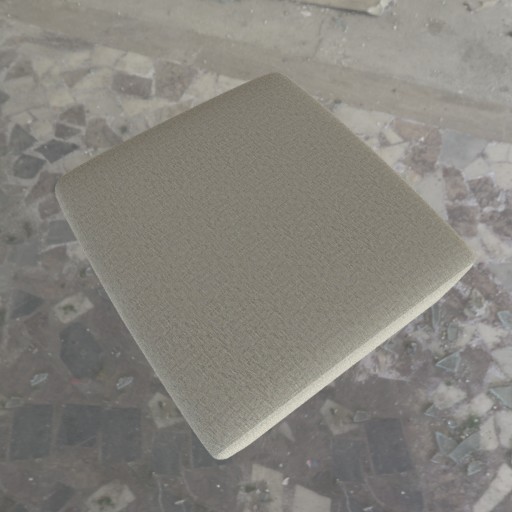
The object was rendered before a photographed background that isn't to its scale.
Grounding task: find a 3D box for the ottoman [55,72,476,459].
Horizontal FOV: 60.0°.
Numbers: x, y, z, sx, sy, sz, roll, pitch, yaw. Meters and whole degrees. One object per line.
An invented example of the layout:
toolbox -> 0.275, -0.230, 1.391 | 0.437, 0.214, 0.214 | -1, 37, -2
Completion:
ottoman -> 0.000, 0.000, 1.040 | 0.648, 0.399, 0.655 | -32, 67, -16
